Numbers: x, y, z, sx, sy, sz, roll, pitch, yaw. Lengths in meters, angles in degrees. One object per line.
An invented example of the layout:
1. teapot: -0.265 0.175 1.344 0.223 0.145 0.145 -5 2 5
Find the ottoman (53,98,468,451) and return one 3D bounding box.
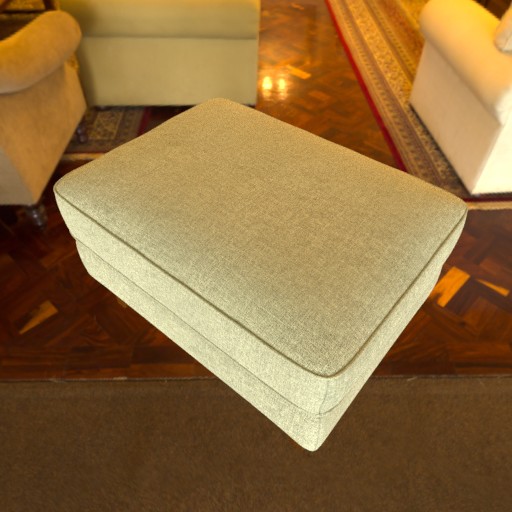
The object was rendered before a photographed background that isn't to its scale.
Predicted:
1. ottoman: 0.000 0.000 1.270 0.889 0.561 0.661 31 54 26
